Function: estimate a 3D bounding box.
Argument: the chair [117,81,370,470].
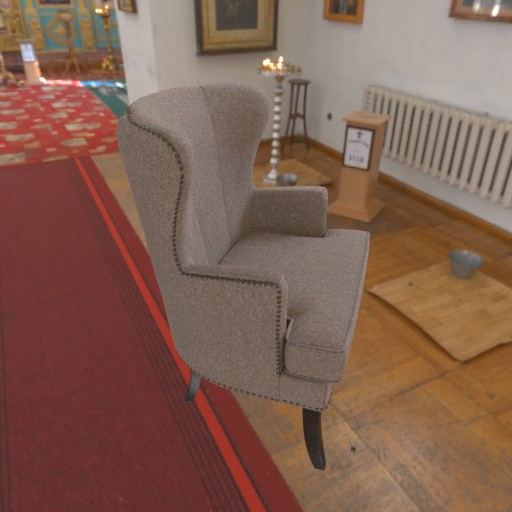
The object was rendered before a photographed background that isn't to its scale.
[{"bbox_3d":[0.000,0.000,1.568,0.758,1.060,0.759,9,31,15],"label":"chair"}]
